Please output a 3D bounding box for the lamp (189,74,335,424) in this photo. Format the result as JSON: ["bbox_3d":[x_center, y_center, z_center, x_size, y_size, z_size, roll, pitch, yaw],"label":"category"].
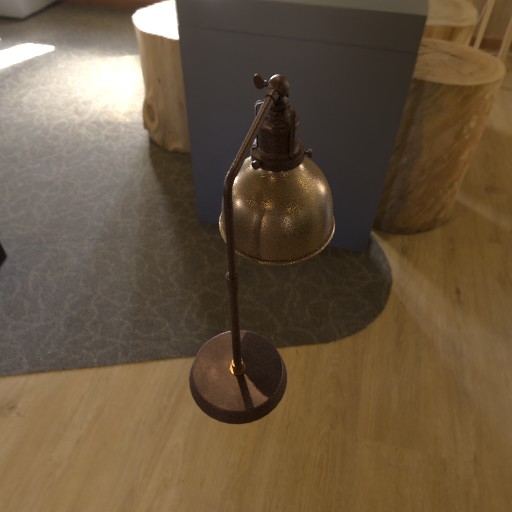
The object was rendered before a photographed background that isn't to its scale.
[{"bbox_3d":[0.000,0.000,0.620,0.175,0.469,0.298,23,51,20],"label":"lamp"}]
